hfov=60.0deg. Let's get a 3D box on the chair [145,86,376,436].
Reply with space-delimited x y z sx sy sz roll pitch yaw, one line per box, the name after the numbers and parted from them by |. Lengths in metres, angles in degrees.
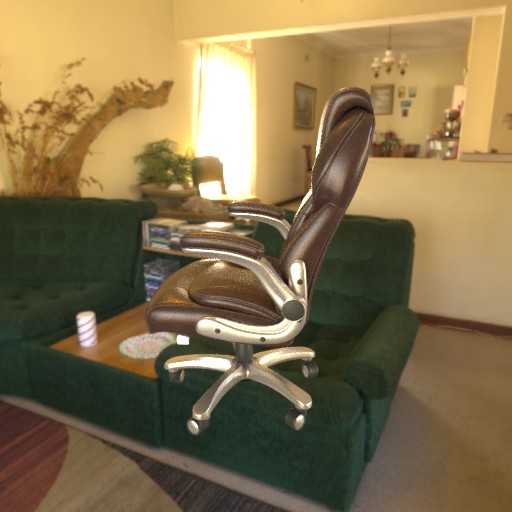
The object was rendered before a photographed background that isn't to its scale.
0.000 0.000 1.661 0.774 1.160 0.733 2 15 9 | chair
